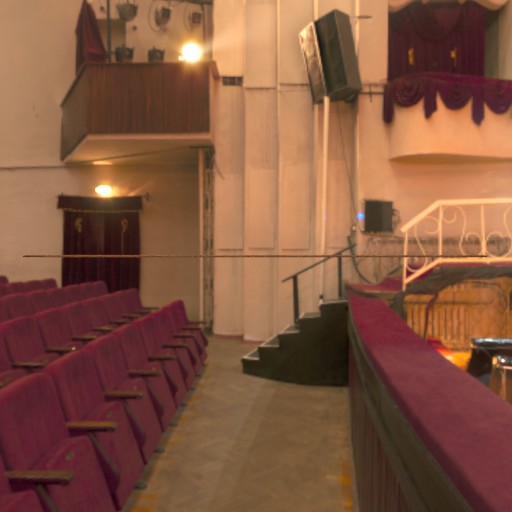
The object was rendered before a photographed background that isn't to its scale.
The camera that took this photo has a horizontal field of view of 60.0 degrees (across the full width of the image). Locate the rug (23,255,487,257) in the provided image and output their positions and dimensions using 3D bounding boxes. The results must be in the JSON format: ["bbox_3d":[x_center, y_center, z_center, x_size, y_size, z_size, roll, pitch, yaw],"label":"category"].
[{"bbox_3d":[0.000,0.000,2.272,1.726,0.009,1.278,0,0,1],"label":"rug"}]
